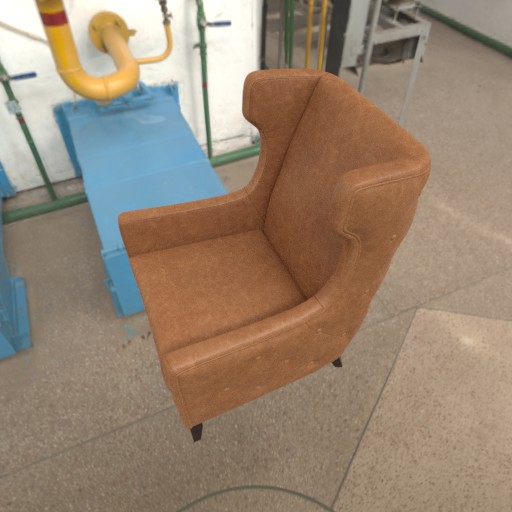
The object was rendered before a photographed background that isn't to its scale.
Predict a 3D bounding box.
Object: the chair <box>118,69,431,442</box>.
[{"bbox_3d":[0.000,0.000,1.654,0.899,1.079,0.766,-17,49,-16],"label":"chair"}]
